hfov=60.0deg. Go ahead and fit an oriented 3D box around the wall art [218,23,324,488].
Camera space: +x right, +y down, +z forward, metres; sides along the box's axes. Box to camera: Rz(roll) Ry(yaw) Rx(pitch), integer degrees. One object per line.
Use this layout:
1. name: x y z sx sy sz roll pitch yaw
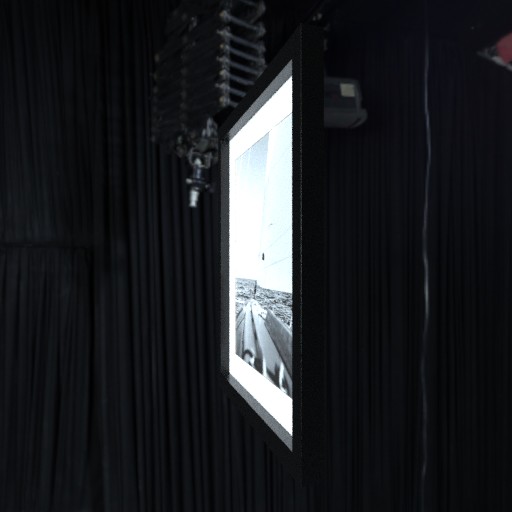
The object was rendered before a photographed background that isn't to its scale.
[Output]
1. wall art: 0.000 0.000 0.757 0.031 0.558 0.461 0 0 -17
